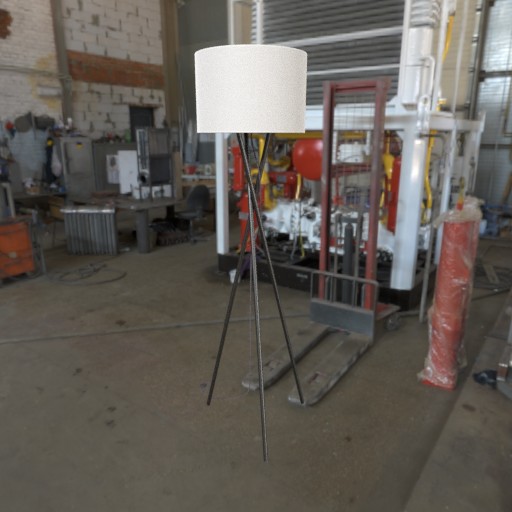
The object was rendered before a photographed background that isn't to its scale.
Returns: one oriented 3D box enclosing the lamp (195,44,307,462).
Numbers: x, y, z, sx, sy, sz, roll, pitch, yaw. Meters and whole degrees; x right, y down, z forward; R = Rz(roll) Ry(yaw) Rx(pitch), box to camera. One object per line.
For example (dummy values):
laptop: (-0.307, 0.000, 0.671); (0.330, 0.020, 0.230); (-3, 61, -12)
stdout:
lamp: (0.000, 0.000, 1.962); (0.522, 1.624, 0.667); (-3, 16, -9)
